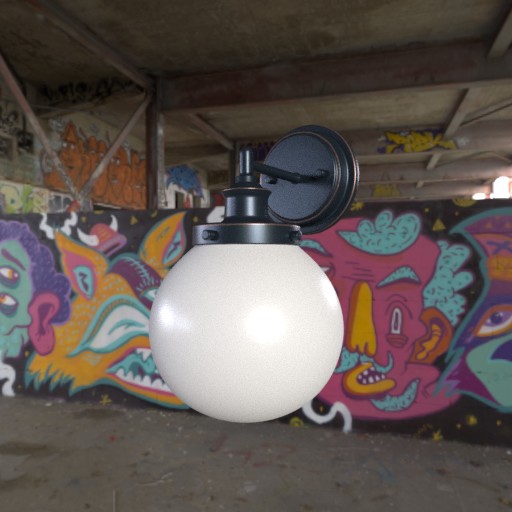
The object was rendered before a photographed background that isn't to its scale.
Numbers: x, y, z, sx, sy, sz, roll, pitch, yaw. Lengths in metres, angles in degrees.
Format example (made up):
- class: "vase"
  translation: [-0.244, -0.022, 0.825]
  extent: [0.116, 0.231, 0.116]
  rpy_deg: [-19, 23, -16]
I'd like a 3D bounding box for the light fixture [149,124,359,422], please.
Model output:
- class: "light fixture"
  translation: [0.000, 0.000, 0.473]
  extent: [0.197, 0.332, 0.230]
  rpy_deg: [0, -1, 36]
